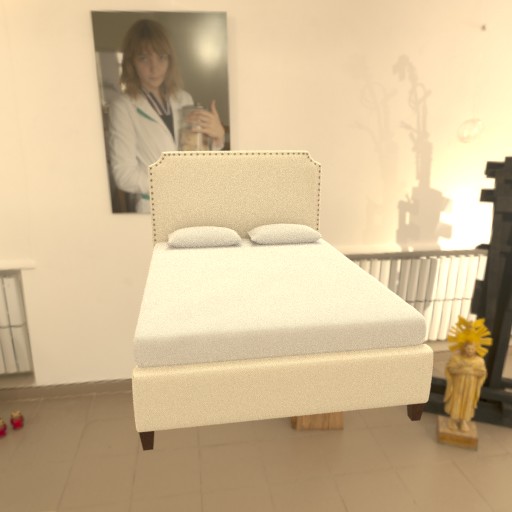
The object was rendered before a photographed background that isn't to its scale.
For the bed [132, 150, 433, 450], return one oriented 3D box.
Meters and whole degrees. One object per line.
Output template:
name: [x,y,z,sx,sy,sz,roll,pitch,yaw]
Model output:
bed: [0.000,0.000,3.433,1.712,1.497,2.372,-3,16,-9]
